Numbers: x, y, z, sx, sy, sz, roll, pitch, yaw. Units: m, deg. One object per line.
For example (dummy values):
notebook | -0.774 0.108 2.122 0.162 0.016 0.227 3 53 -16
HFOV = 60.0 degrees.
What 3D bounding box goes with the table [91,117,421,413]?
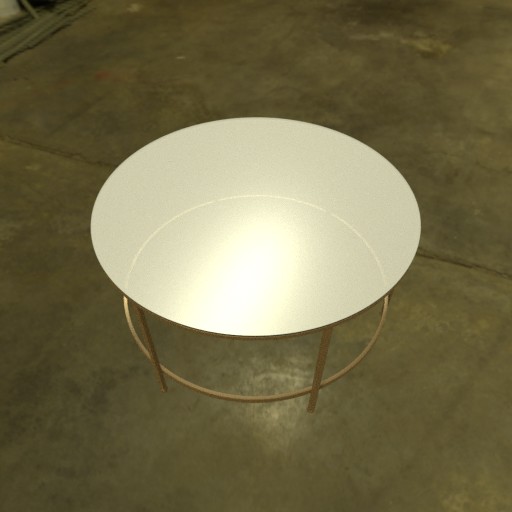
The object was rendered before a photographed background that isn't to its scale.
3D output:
table | 0.000 0.000 1.437 0.914 0.470 0.914 0 47 0
